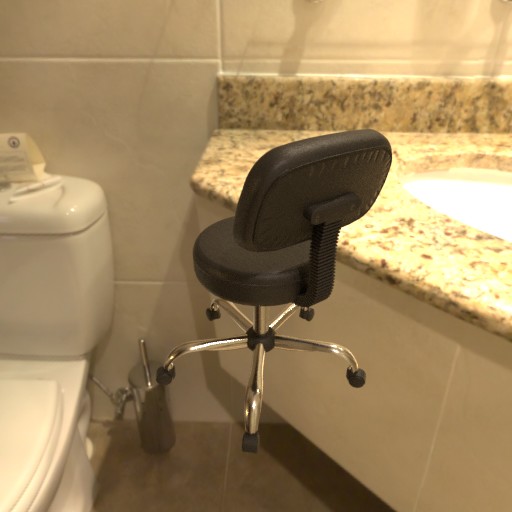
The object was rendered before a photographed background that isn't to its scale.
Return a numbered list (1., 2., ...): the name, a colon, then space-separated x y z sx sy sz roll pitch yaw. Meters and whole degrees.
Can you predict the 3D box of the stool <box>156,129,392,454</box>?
1. stool: 0.000 0.000 1.355 0.673 0.862 0.648 -19 35 -30
